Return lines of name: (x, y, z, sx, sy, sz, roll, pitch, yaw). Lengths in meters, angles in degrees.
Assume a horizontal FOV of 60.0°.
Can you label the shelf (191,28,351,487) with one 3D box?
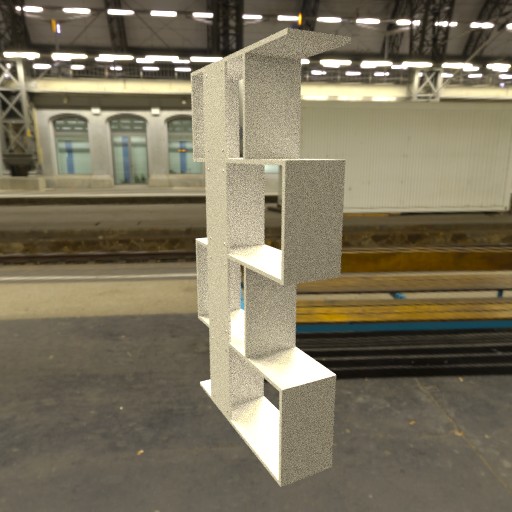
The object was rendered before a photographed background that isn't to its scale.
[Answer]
shelf: (0.000, 0.000, 1.990, 0.250, 1.650, 0.890, -7, 15, -27)
